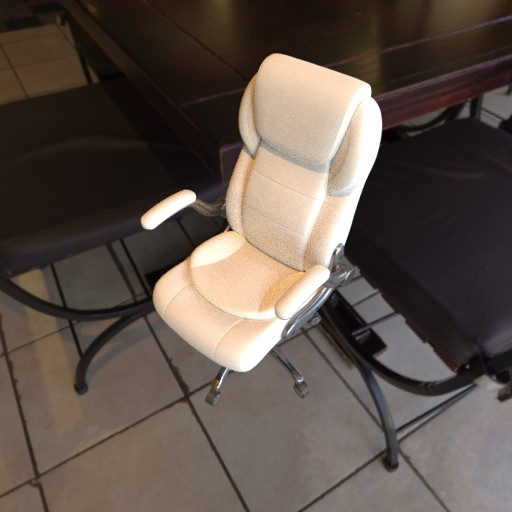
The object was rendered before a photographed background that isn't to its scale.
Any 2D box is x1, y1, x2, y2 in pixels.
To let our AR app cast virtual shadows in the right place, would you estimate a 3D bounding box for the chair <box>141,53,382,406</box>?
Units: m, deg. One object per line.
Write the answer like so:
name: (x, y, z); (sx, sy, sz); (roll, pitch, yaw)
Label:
chair: (0.000, 0.000, 1.823); (0.755, 1.330, 0.806); (31, 54, 26)
